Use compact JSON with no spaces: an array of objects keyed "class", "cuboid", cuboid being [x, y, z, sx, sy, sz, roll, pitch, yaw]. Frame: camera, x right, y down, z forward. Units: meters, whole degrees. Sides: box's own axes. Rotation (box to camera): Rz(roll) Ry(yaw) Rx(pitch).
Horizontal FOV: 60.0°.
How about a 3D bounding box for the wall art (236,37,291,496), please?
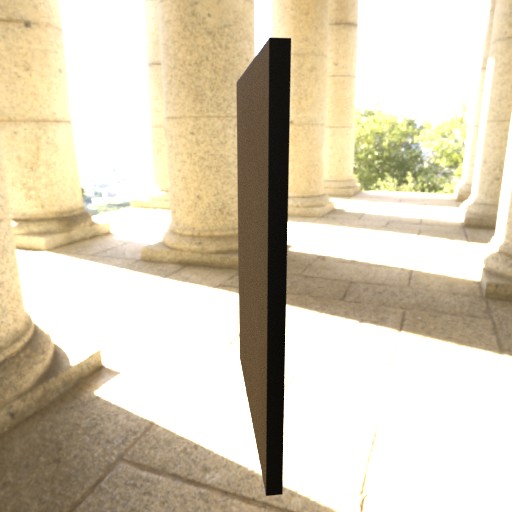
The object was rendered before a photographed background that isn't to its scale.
[{"class":"wall art","cuboid":[0.000,0.000,0.573,0.019,0.455,0.314,-2,15,-7]}]
